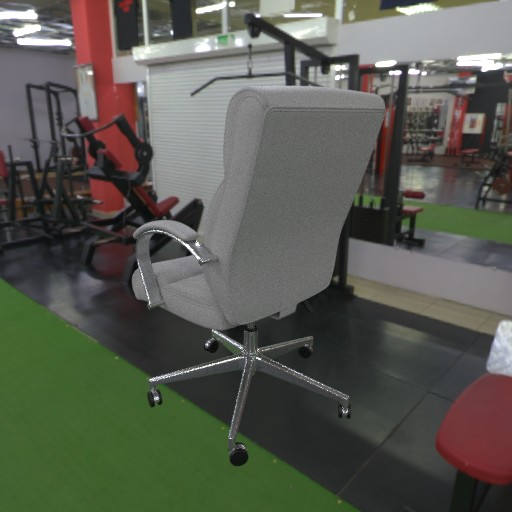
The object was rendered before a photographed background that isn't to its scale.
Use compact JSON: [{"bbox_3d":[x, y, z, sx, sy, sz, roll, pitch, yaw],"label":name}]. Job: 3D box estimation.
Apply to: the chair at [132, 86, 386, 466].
[{"bbox_3d":[0.000,0.000,1.575,0.745,1.099,0.727,17,24,42],"label":"chair"}]
